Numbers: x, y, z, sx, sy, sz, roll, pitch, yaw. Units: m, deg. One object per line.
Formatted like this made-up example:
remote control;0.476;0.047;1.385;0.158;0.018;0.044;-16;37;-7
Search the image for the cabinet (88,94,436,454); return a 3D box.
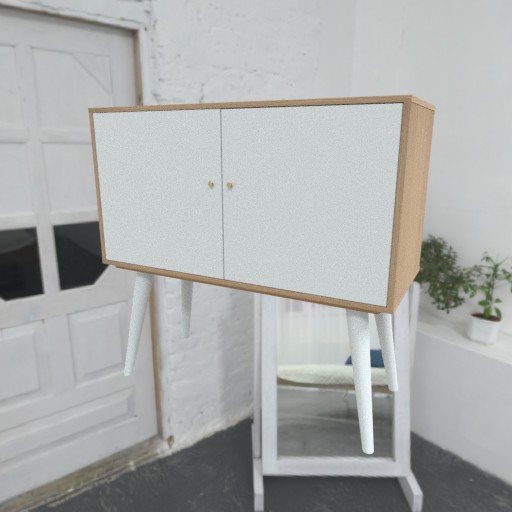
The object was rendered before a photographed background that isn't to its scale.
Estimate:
cabinet;0.000;0.000;1.592;1.057;1.016;0.470;8;17;27
